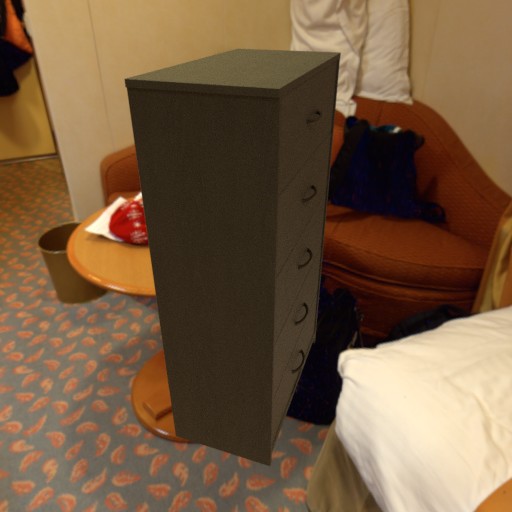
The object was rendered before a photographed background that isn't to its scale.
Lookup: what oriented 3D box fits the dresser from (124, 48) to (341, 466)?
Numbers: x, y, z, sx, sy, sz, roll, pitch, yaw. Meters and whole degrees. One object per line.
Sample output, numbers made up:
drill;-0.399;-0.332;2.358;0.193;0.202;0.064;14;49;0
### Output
dresser;0.000;0.000;1.562;0.399;1.255;0.704;10;32;17
